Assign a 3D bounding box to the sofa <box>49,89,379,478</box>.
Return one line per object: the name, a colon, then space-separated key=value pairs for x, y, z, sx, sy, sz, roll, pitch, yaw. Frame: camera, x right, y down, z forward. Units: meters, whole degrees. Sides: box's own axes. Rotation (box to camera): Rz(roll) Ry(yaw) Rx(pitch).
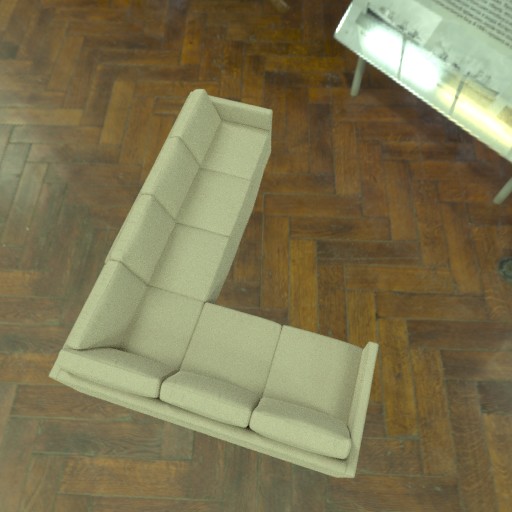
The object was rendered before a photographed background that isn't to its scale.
sofa: x=0.000 y=0.000 z=4.165 sx=2.432 sy=0.871 sz=3.182 roll=15 pitch=64 yaw=7
